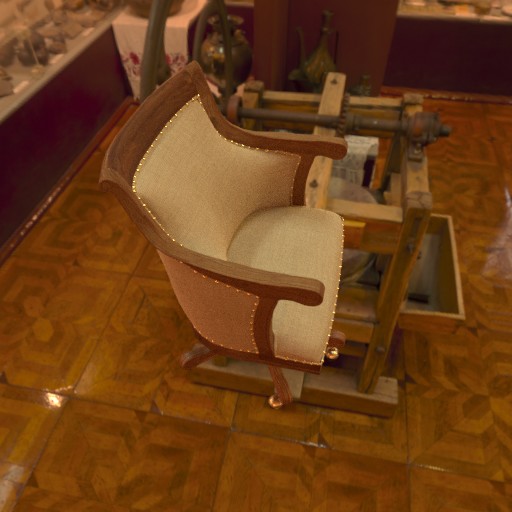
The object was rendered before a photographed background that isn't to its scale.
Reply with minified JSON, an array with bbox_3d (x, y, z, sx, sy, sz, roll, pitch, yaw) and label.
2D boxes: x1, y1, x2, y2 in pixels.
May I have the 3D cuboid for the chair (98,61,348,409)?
[{"bbox_3d":[0.000,0.000,1.439,0.689,0.965,0.656,10,48,9],"label":"chair"}]
